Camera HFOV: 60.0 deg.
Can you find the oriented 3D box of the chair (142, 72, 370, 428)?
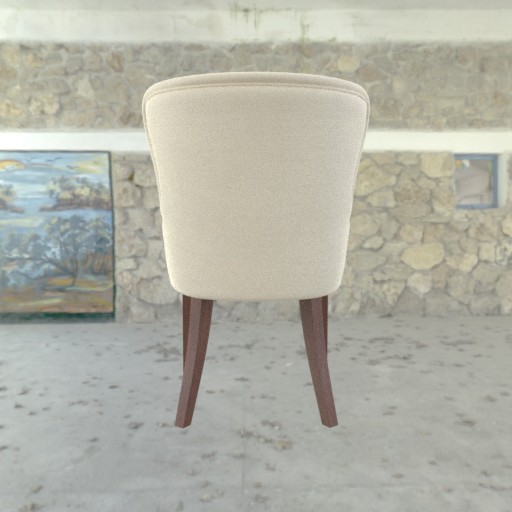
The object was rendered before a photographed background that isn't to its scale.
[{"bbox_3d":[0.000,0.000,1.473,0.696,0.990,0.744,0,2,-1],"label":"chair"}]
